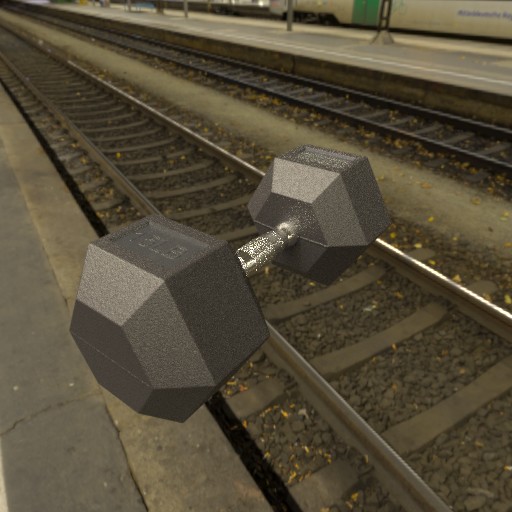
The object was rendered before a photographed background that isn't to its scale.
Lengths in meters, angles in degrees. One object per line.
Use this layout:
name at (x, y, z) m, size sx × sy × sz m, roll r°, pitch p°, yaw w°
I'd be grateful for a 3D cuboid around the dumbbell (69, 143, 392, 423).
dumbbell at (0.000, 0.000, 0.337) m, size 0.122 × 0.106 × 0.271 m, roll 22°, pitch 38°, yaw 31°
